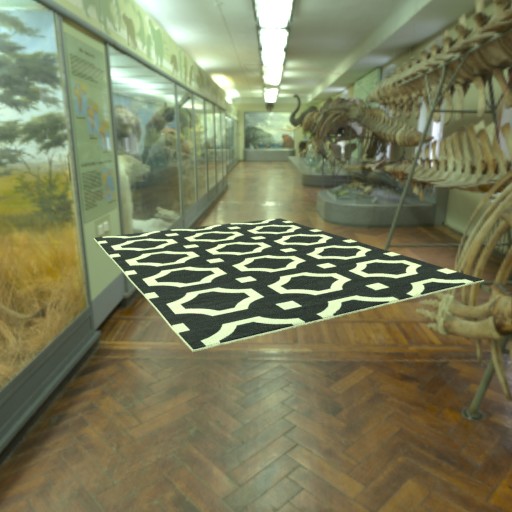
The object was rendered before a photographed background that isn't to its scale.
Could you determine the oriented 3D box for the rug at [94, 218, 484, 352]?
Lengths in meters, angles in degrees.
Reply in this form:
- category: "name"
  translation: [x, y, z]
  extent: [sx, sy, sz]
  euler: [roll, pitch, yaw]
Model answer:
- category: "rug"
  translation: [0.000, 0.000, 4.235]
  extent: [2.466, 0.021, 3.049]
  euler: [-8, 17, -28]
